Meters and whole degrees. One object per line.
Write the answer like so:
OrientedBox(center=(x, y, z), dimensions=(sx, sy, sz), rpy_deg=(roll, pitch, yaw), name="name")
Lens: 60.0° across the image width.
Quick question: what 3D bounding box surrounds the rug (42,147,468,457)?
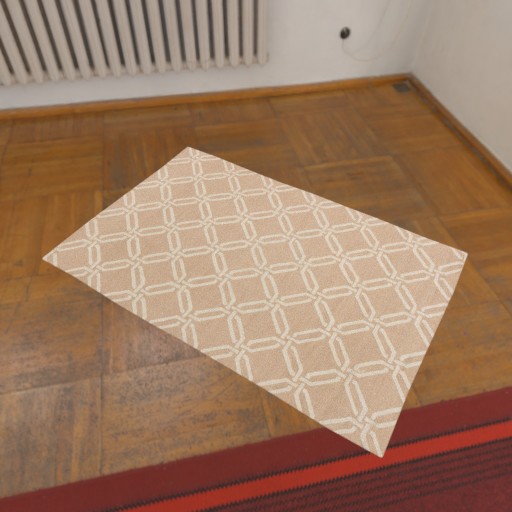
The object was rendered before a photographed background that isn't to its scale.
OrientedBox(center=(0.000, 0.000, 2.150), dimensions=(1.745, 0.010, 1.146), rpy_deg=(25, 52, 21), name="rug")
